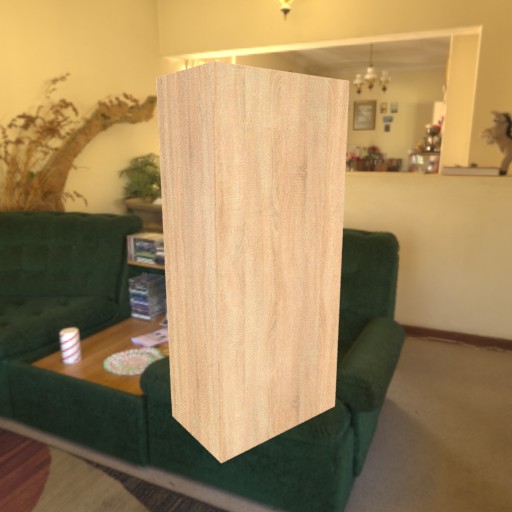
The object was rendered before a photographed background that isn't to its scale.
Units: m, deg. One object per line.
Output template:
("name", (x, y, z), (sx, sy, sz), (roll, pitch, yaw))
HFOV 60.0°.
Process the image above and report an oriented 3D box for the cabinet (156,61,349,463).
("cabinet", (0.000, 0.000, 2.881), (1.094, 2.120, 1.327), (2, 13, 7))
